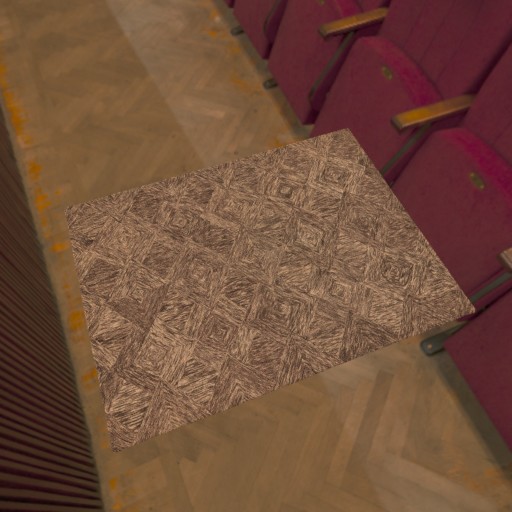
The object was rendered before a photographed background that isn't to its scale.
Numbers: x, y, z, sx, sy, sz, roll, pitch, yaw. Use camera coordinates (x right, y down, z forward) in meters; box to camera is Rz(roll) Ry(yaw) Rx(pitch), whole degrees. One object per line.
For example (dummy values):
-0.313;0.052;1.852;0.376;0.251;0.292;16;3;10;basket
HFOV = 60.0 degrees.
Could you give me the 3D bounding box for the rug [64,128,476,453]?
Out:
0.000;0.000;4.166;3.204;0.017;2.448;-18;60;-11;rug
